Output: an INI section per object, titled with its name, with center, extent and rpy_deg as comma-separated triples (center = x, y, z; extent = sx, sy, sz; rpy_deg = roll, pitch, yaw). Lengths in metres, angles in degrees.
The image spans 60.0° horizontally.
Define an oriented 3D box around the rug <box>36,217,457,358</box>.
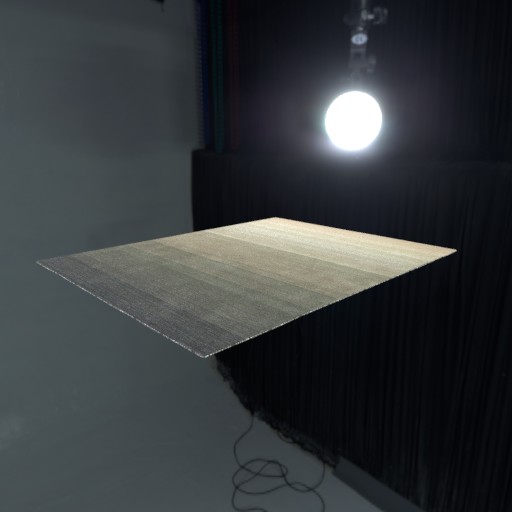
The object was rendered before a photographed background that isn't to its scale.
[rug]
center = 0.000, 0.000, 3.910
extent = 2.932, 0.015, 2.315
rpy_deg = -14, 21, -42
